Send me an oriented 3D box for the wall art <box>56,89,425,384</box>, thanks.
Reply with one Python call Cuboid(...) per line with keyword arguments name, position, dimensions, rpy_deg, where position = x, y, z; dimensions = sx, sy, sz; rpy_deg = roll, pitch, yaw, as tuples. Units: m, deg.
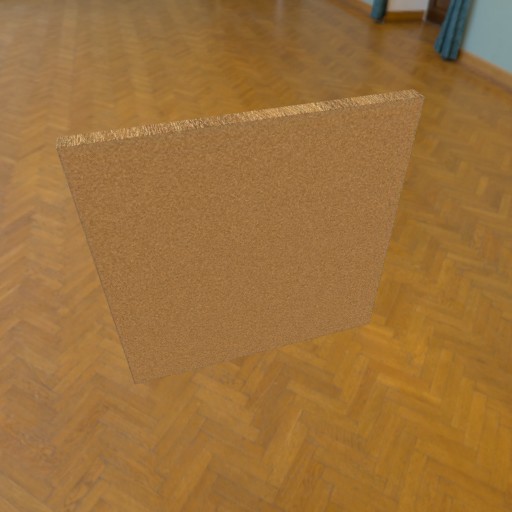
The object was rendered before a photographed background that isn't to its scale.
Cuboid(name="wall art", position=(0.000, 0.000, 0.914), dimensions=(0.611, 0.608, 0.042), rpy_deg=(-12, 43, -13))
